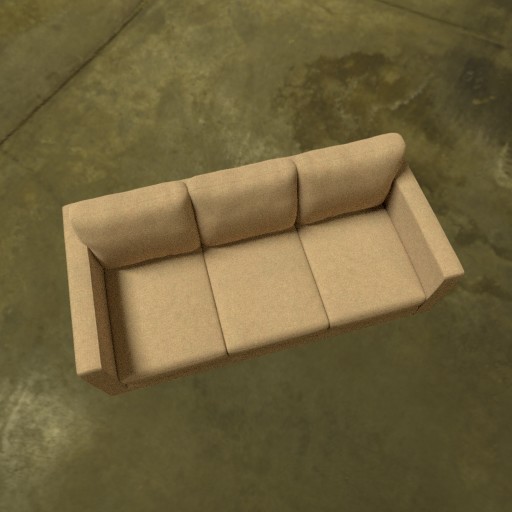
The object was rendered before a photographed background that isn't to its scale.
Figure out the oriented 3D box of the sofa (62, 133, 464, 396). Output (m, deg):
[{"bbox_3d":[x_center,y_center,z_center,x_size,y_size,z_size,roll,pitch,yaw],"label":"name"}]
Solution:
[{"bbox_3d":[0.000,0.000,2.386,1.855,0.800,0.930,-14,64,-7],"label":"sofa"}]
